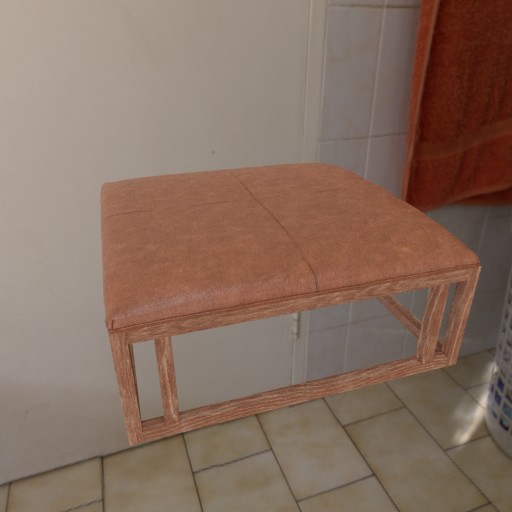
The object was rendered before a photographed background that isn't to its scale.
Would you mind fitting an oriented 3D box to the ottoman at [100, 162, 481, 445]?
[{"bbox_3d":[0.000,0.000,1.597,1.016,0.442,1.013,-8,29,-16],"label":"ottoman"}]
